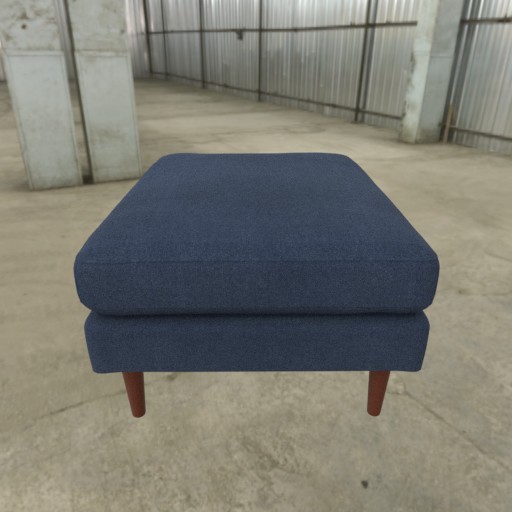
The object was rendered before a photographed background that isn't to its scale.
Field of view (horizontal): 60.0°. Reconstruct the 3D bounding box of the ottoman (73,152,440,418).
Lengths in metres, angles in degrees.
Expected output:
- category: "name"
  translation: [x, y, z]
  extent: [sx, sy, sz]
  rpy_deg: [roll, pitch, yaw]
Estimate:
- category: "ottoman"
  translation: [0.000, 0.000, 1.243]
  extent: [0.693, 0.474, 0.821]
  rpy_deg: [0, 25, 0]
